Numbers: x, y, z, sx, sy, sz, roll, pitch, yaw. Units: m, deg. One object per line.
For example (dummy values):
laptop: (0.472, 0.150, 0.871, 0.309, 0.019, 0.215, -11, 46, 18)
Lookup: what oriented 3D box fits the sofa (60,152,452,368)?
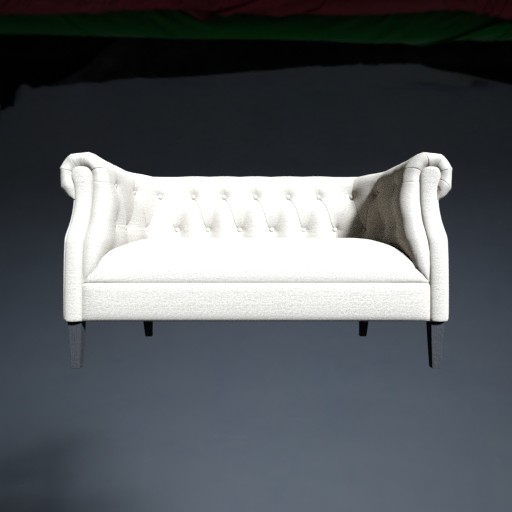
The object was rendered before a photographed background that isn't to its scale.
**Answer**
sofa: (0.000, 0.000, 2.020, 1.558, 0.827, 0.835, 0, 1, 0)
